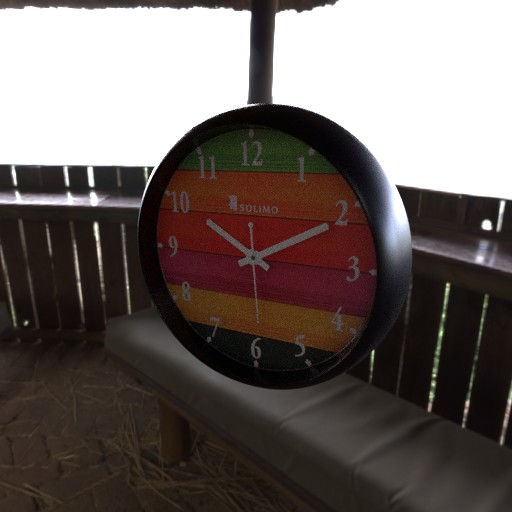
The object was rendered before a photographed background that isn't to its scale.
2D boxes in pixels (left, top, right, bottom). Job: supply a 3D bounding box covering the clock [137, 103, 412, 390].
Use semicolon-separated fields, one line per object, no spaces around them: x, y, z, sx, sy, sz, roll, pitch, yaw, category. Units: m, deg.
0.000;0.000;0.457;0.300;0.300;0.060;8;18;26;clock
